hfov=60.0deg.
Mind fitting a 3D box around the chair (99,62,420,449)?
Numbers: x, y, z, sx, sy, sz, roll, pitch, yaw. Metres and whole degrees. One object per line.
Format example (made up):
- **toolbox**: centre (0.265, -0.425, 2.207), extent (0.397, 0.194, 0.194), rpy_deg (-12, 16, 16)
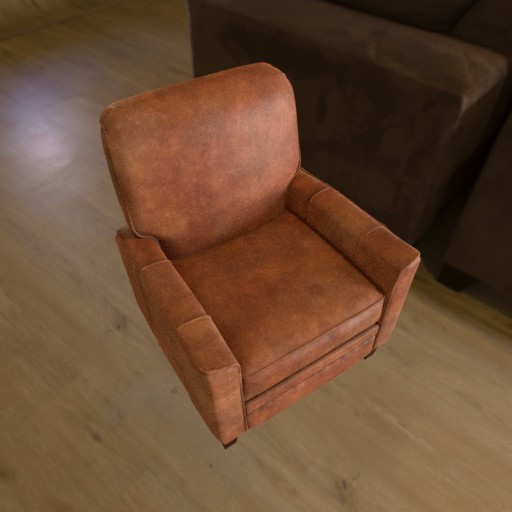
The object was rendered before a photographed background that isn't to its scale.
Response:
- **chair**: centre (0.000, 0.000, 1.639), extent (0.843, 1.043, 0.836), rpy_deg (-25, 52, -22)
